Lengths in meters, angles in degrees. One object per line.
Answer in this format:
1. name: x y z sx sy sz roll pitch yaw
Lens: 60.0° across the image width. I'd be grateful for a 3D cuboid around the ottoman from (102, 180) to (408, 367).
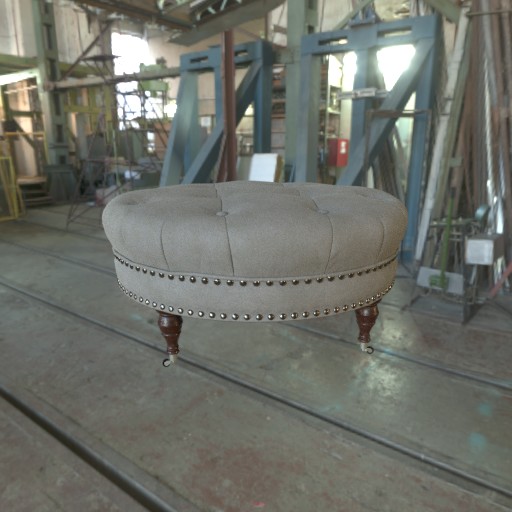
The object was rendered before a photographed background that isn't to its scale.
1. ottoman: 0.000 0.000 1.405 0.901 0.439 0.901 0 15 0
